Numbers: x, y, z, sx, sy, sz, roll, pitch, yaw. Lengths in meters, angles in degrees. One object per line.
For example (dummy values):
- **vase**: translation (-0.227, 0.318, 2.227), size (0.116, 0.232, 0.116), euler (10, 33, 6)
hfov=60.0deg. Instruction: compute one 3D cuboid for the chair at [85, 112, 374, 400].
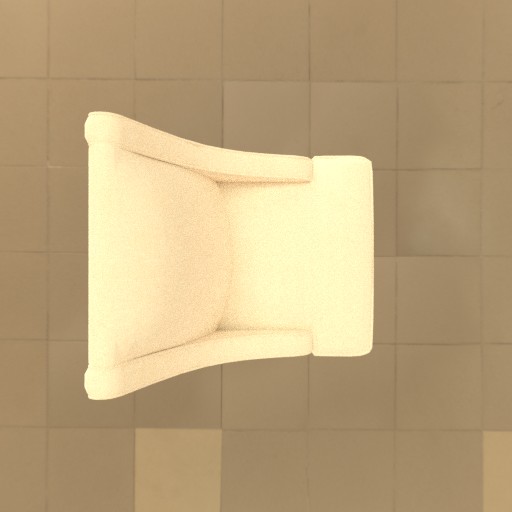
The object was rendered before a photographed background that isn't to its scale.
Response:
- **chair**: translation (0.000, 0.000, 1.458), size (0.806, 0.886, 0.689), euler (0, 90, 0)
